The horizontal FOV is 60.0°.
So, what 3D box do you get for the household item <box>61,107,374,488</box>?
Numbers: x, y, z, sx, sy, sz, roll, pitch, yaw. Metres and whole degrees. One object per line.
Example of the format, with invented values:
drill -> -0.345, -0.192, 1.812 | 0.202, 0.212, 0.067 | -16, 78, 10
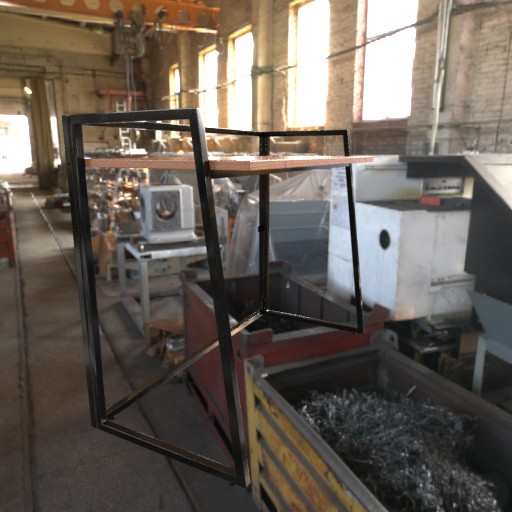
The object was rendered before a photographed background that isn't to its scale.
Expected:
household item -> 0.000, 0.000, 1.502 | 0.510, 0.860, 1.050 | 7, 15, 28
